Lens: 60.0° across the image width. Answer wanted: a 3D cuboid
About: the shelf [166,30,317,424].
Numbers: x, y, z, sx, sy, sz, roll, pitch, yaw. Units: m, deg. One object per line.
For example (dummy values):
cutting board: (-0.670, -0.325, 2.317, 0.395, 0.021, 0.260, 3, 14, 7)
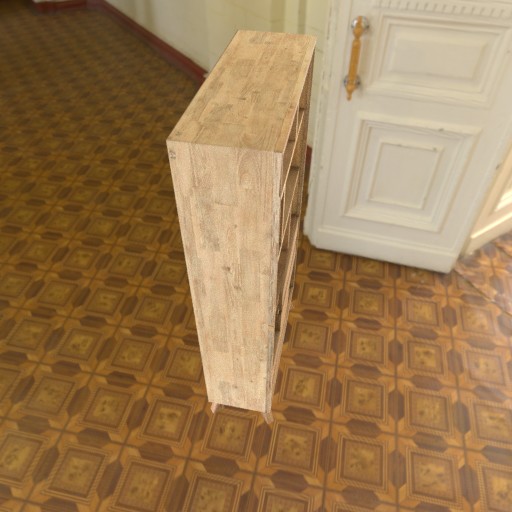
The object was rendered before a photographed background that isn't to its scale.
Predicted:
shelf: (0.000, 0.000, 1.808, 0.308, 1.471, 0.748, 8, 46, 8)
